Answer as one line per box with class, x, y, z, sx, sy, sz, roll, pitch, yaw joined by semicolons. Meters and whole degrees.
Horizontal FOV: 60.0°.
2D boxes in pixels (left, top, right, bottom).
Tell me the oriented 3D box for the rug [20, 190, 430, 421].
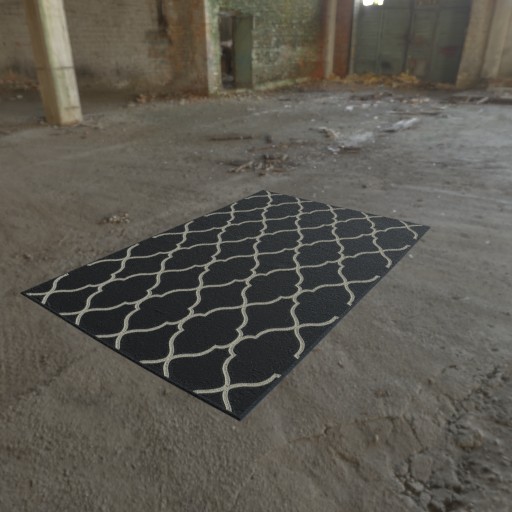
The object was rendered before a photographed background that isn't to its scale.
rug;0.000;0.000;2.823;1.526;0.014;2.290;18;31;32
